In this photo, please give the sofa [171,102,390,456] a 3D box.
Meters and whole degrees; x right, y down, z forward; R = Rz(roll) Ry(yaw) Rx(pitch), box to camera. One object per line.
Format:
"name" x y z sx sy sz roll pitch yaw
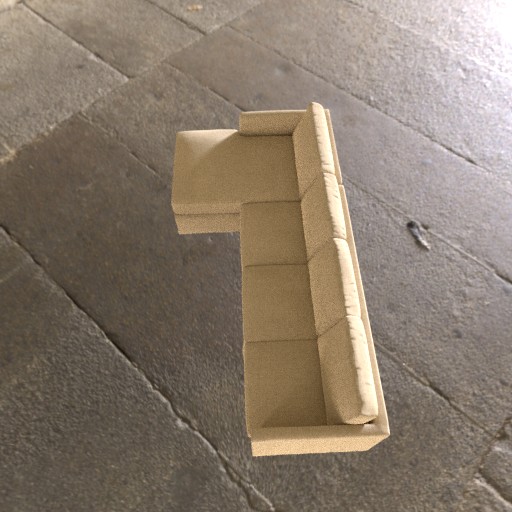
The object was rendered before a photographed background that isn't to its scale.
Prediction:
"sofa" 0.000 0.000 3.963 1.650 0.922 3.205 -2 59 -1
